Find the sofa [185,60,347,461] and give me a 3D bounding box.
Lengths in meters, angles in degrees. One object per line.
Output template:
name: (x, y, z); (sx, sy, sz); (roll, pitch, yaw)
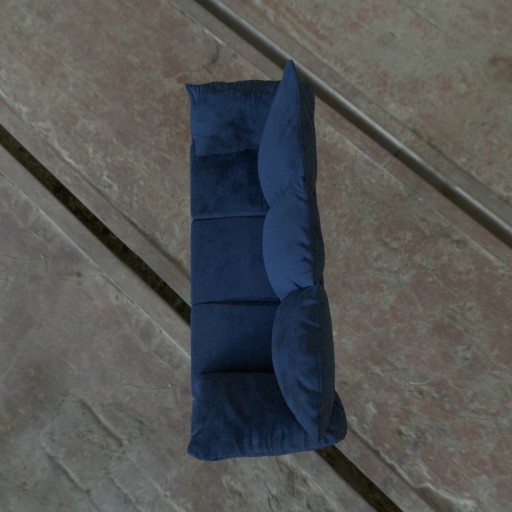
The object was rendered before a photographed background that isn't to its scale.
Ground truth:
sofa: (0.000, 0.000, 2.880); (0.907, 1.091, 2.390); (-2, 75, -1)
